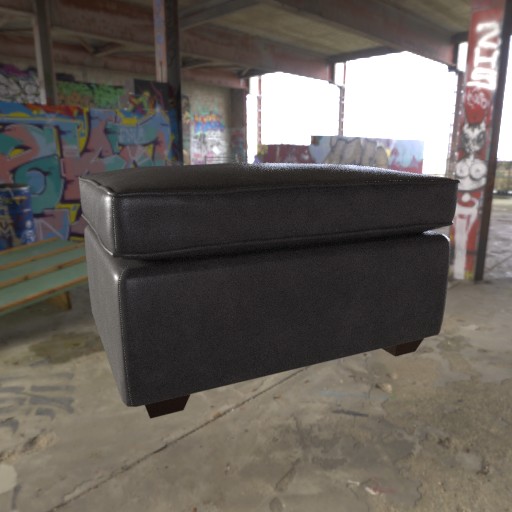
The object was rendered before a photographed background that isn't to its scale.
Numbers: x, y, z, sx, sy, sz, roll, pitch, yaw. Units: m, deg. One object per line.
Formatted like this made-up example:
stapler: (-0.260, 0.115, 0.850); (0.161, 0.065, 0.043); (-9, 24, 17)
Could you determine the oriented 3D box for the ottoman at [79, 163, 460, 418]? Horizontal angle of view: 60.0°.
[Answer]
ottoman: (0.000, 0.000, 1.086); (0.756, 0.445, 0.554); (-6, 15, -25)
